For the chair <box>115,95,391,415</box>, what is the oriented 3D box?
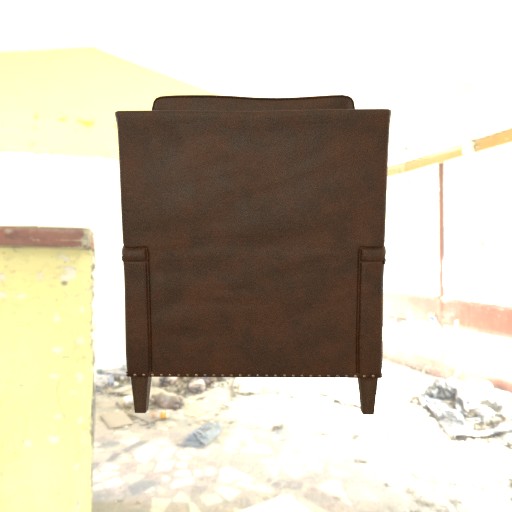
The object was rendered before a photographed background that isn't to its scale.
[{"bbox_3d":[0.000,0.000,1.860,0.854,1.054,1.035,0,0,1],"label":"chair"}]
